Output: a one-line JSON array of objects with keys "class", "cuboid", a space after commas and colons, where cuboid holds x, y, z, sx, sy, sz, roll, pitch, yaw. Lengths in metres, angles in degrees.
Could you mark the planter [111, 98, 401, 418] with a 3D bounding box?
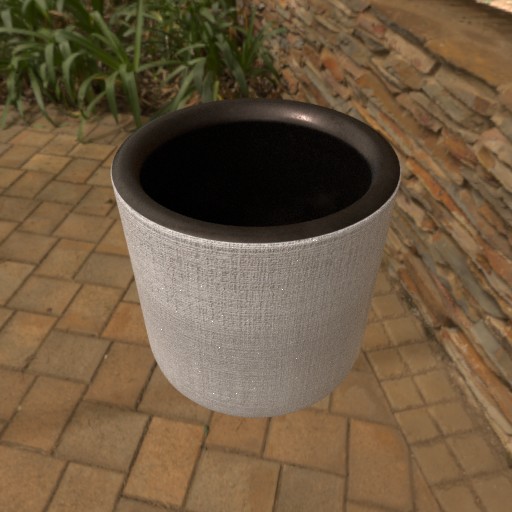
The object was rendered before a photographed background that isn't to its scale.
[{"class": "planter", "cuboid": [0.000, 0.000, 0.297, 0.160, 0.156, 0.160, 0, 41, 0]}]
